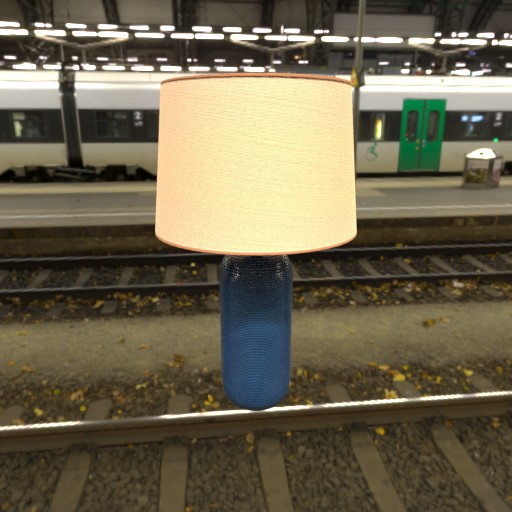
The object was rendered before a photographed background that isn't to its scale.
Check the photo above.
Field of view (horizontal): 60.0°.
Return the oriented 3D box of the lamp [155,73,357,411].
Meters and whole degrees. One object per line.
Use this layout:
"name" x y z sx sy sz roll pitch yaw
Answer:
"lamp" 0.000 0.000 0.841 0.367 0.609 0.367 0 16 0
